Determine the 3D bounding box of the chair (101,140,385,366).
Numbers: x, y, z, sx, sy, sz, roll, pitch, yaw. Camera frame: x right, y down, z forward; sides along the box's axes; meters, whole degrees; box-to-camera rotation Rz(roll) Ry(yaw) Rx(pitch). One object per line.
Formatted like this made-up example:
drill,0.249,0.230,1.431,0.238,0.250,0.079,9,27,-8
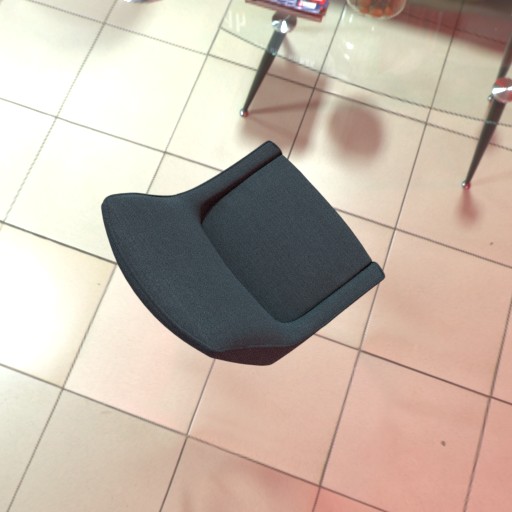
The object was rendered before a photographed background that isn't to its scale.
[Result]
chair,0.000,0.000,1.223,0.544,0.861,0.529,-37,79,-8
